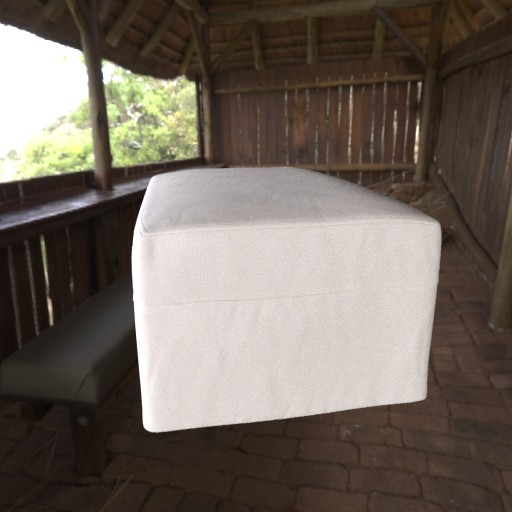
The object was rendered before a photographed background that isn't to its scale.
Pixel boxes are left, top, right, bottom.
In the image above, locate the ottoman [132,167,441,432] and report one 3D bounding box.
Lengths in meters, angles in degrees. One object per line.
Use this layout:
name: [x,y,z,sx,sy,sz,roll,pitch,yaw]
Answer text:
ottoman: [0.000,0.000,1.202,0.590,0.444,0.872,-3,17,-10]
